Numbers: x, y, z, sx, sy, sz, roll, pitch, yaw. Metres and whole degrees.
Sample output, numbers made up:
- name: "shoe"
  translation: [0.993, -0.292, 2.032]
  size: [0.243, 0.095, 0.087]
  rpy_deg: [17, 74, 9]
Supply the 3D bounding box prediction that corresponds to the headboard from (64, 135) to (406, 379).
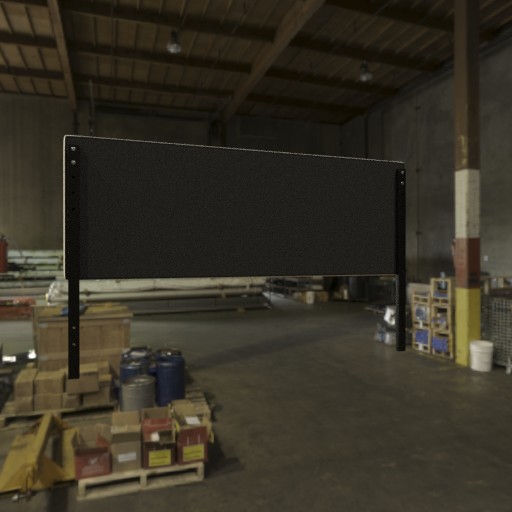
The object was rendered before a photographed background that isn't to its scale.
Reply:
- name: "headboard"
  translation: [0.000, 0.000, 2.957]
  size: [2.362, 1.410, 0.120]
  rpy_deg: [0, 0, -19]
